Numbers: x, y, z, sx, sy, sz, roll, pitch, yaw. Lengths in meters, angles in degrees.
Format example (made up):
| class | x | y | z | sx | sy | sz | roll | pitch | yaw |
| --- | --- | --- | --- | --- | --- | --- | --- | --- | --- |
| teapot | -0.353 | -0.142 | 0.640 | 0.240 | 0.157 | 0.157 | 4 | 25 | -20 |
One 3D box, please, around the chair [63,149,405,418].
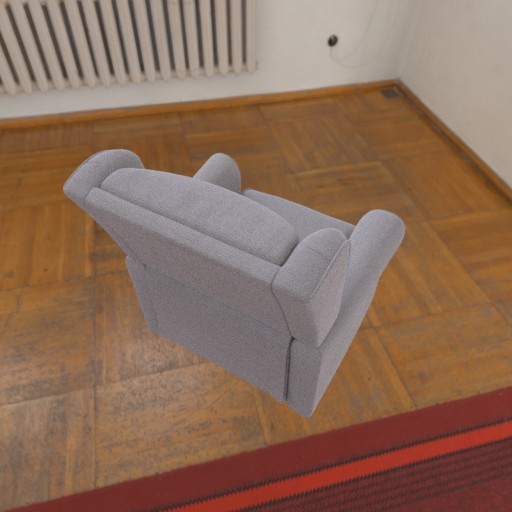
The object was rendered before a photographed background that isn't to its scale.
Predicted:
| class | x | y | z | sx | sy | sz | roll | pitch | yaw |
| --- | --- | --- | --- | --- | --- | --- | --- | --- | --- |
| chair | 0.000 | 0.000 | 1.679 | 0.906 | 0.966 | 0.854 | 23 | 50 | 21 |
